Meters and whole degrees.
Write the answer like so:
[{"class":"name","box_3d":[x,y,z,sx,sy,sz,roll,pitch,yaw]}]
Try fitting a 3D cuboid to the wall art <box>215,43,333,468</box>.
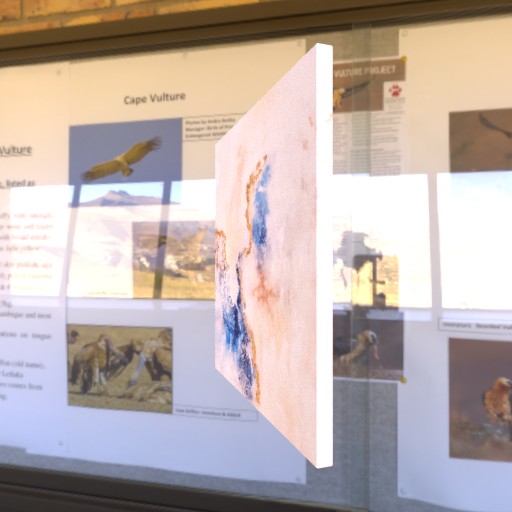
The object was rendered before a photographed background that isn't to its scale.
[{"class":"wall art","box_3d":[0.000,0.000,1.350,0.038,0.889,0.889,0,0,-19]}]
